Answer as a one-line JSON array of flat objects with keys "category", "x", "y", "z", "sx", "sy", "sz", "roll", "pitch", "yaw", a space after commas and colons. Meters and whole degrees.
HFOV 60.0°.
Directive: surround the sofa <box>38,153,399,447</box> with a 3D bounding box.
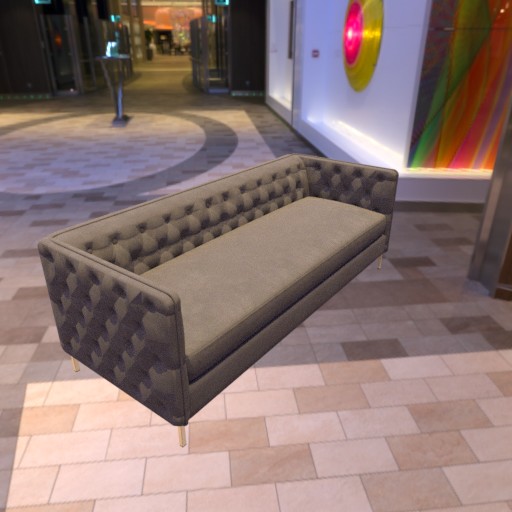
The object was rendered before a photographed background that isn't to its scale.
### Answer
[{"category": "sofa", "x": 0.000, "y": 0.000, "z": 2.704, "sx": 0.895, "sy": 0.771, "sz": 2.209, "roll": 18, "pitch": 31, "yaw": 33}]
